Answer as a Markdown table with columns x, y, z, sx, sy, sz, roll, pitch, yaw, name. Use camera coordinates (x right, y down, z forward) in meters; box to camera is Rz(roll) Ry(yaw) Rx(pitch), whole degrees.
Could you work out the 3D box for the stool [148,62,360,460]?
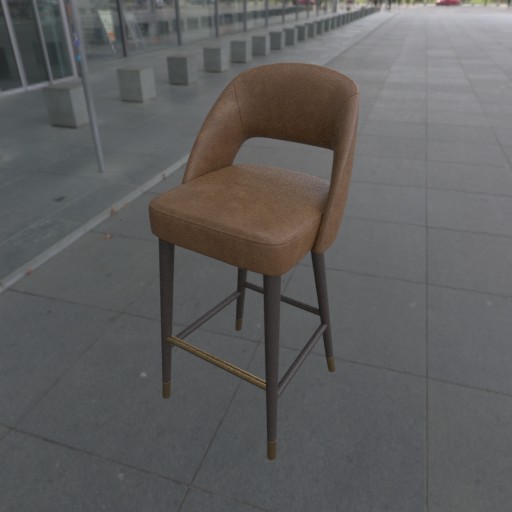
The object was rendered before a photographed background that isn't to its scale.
| x | y | z | sx | sy | sz | roll | pitch | yaw | name |
| --- | --- | --- | --- | --- | --- | --- | --- | --- | --- |
| 0.000 | 0.000 | 1.351 | 0.494 | 1.037 | 0.509 | 18 | 35 | 28 | stool |
